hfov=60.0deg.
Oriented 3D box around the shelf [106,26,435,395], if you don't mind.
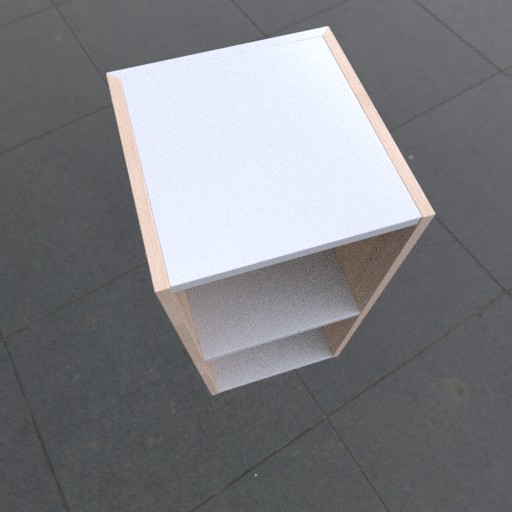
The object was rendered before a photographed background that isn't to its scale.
[{"bbox_3d":[0.000,0.000,0.756,0.290,0.594,0.297,-15,65,-7],"label":"shelf"}]
